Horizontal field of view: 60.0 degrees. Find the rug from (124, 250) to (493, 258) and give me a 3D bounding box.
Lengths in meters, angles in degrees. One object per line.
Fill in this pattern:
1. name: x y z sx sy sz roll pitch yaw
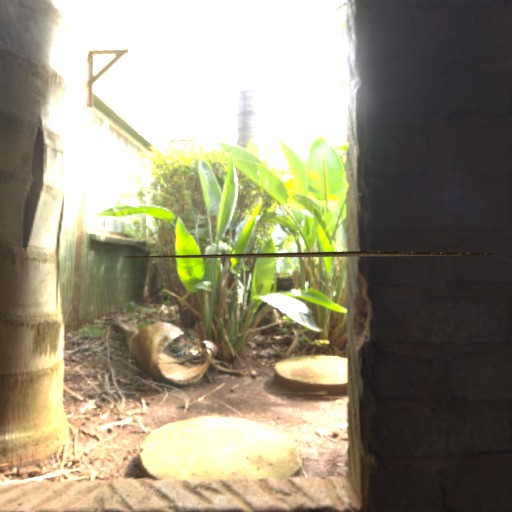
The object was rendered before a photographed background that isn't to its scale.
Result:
1. rug: 0.000 0.000 2.673 0.769 0.013 2.440 0 -1 -36
